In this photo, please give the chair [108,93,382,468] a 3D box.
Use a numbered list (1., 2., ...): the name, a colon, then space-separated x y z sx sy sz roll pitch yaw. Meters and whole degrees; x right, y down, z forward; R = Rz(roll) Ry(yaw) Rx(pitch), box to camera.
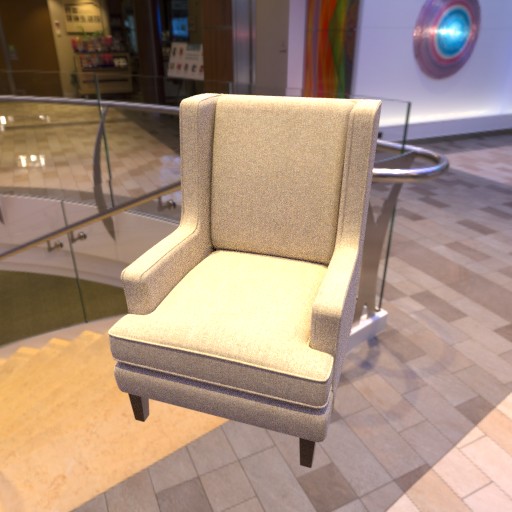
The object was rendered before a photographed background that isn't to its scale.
1. chair: 0.000 0.000 1.711 0.764 1.082 0.948 8 27 16
